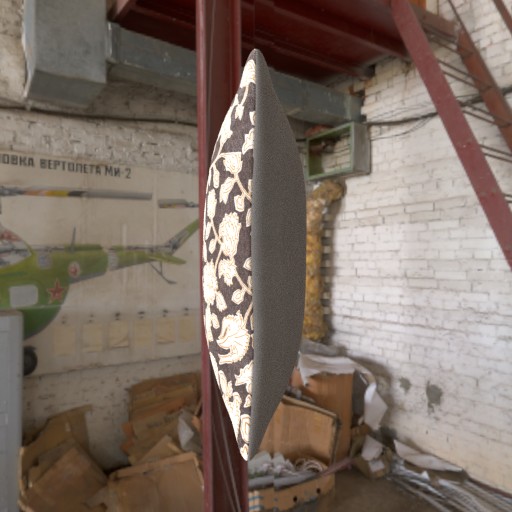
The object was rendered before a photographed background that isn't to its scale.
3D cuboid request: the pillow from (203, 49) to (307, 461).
[{"bbox_3d":[0.000,0.000,0.804,0.166,0.507,0.526,0,-1,1],"label":"pillow"}]
